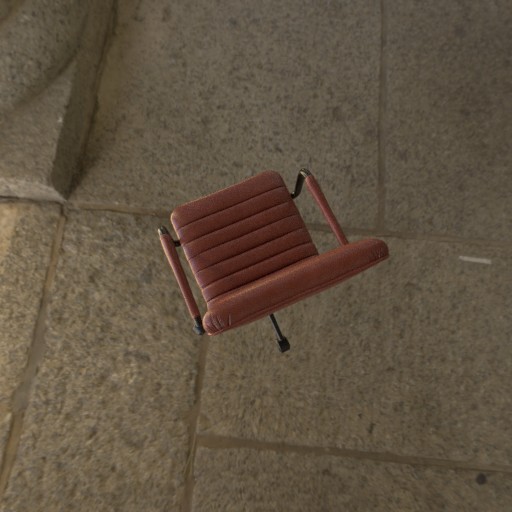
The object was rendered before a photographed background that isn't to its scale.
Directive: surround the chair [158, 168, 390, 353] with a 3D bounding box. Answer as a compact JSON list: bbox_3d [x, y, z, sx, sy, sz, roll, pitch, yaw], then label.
[{"bbox_3d":[0.000,0.000,1.388,0.608,0.979,0.580,-23,76,-6],"label":"chair"}]
